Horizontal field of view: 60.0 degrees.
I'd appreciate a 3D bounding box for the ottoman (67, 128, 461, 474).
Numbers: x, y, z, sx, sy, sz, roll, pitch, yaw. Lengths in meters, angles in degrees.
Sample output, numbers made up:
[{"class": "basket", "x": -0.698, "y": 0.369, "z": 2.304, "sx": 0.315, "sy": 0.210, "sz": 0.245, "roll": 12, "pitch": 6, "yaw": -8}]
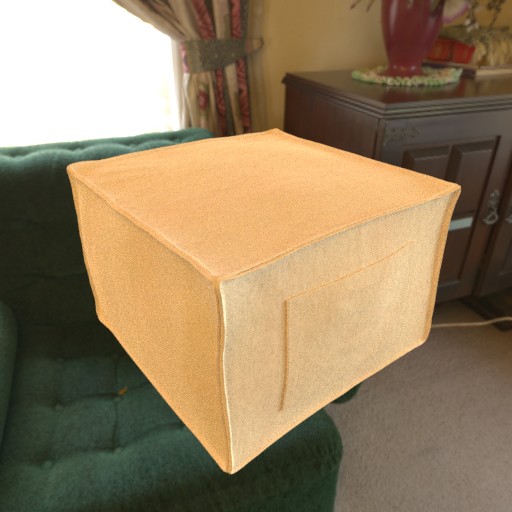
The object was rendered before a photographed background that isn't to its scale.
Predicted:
[{"class": "ottoman", "x": 0.000, "y": 0.000, "z": 1.144, "sx": 0.707, "sy": 0.470, "sz": 0.696, "roll": -21, "pitch": 35, "yaw": -33}]
